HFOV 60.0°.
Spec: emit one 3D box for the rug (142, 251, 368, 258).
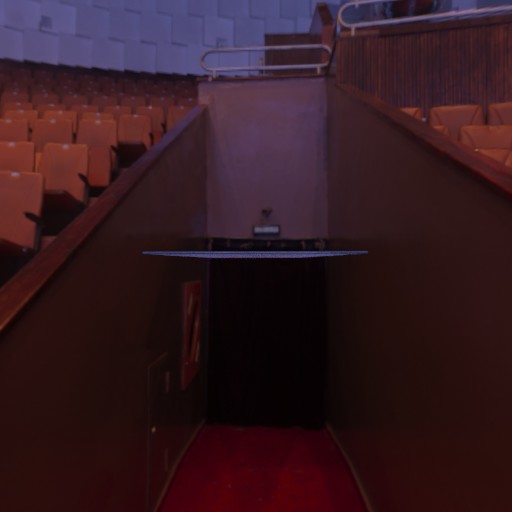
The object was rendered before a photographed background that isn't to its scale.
[{"bbox_3d":[0.000,0.000,2.700,0.760,0.009,2.440,0,-1,0],"label":"rug"}]
